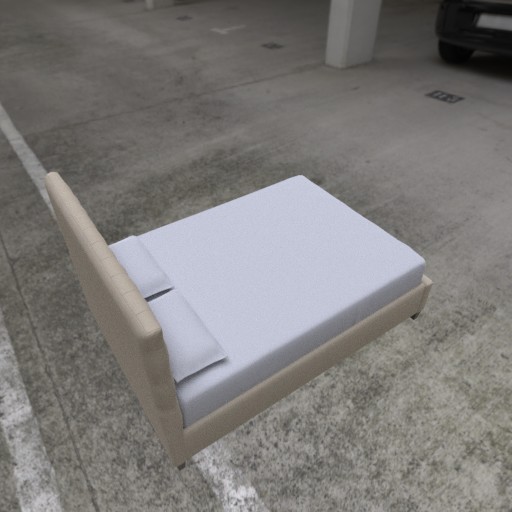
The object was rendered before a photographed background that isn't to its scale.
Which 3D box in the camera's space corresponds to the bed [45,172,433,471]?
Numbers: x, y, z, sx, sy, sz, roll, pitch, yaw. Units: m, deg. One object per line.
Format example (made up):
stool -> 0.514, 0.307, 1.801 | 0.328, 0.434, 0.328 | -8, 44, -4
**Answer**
bed -> 0.000, 0.000, 3.443 | 2.387, 1.427, 1.698 | -24, 47, -25
